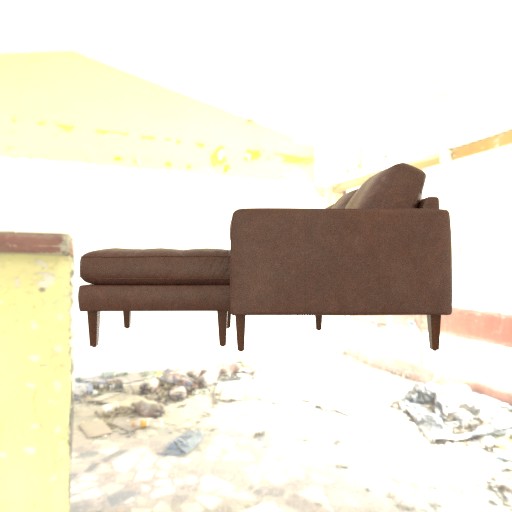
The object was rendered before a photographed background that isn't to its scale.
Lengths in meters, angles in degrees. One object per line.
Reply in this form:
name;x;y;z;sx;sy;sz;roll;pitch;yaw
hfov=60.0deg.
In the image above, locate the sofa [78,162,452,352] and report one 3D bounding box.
sofa;0.000;0.000;2.918;1.613;0.841;2.185;0;-1;-1
